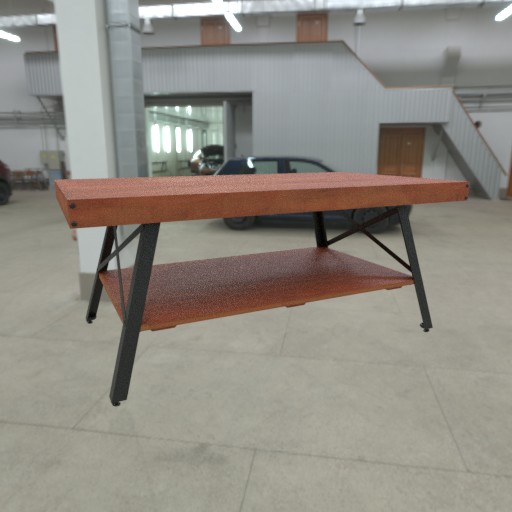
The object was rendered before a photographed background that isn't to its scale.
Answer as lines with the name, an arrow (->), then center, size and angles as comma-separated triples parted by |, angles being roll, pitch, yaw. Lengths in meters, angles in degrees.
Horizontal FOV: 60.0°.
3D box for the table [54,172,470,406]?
table -> 0.000, 0.000, 1.361 | 1.067, 0.457, 0.610 | -7, 15, -25
